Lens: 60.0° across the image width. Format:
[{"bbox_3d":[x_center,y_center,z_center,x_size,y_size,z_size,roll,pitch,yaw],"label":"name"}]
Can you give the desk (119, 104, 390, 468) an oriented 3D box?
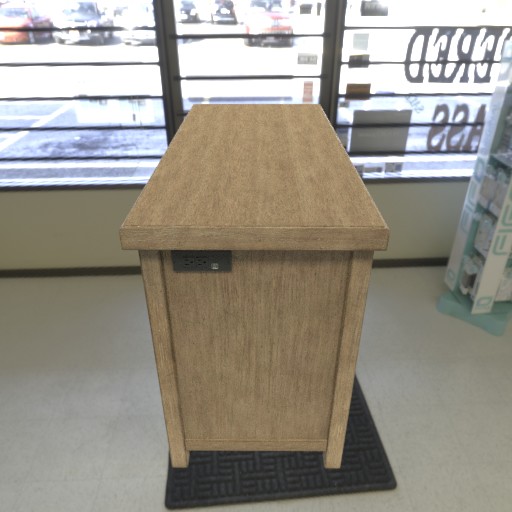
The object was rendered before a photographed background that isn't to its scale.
[{"bbox_3d":[0.000,0.000,1.775,0.610,0.912,1.289,0,31,0],"label":"desk"}]
